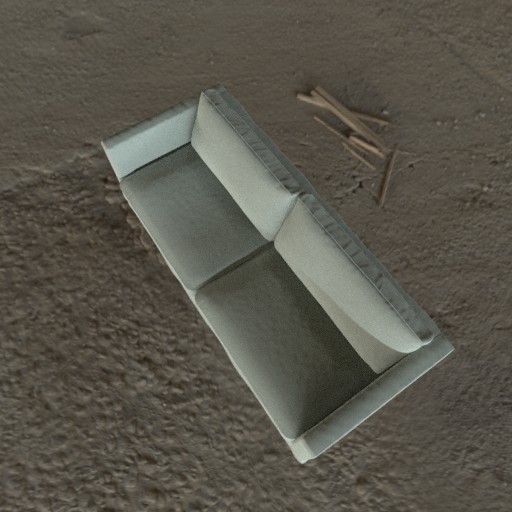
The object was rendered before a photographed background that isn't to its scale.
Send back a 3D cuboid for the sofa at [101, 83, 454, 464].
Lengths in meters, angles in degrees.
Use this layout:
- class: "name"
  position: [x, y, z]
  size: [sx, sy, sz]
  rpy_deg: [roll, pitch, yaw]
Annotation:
- class: "sofa"
  position: [0.000, 0.000, 2.832]
  size: [0.962, 0.853, 2.312]
  rpy_deg: [-32, 68, -14]
